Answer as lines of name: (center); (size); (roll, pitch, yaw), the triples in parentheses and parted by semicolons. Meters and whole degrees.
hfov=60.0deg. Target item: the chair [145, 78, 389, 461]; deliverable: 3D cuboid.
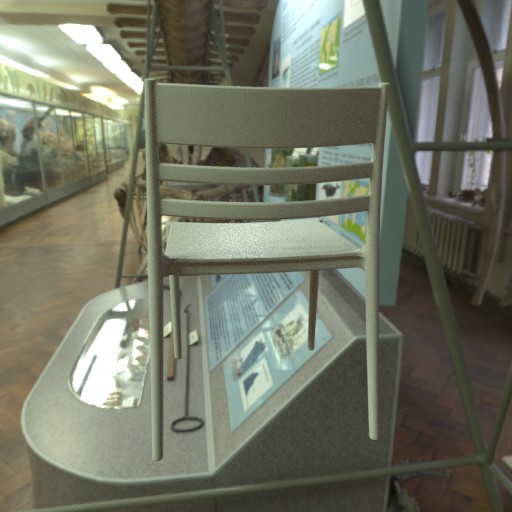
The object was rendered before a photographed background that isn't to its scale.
chair: (0.000, 0.000, 1.144); (0.531, 0.800, 0.511); (-2, 15, -8)
